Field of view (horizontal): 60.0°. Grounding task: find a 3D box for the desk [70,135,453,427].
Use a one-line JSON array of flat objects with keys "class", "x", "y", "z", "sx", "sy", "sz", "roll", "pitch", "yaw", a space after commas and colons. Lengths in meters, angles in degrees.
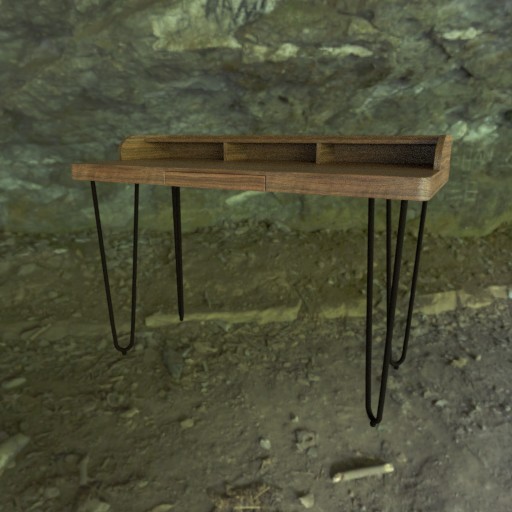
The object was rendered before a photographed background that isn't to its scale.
[{"class": "desk", "x": 0.000, "y": 0.000, "z": 1.622, "sx": 1.200, "sy": 0.854, "sz": 0.565, "roll": 8, "pitch": 17, "yaw": 26}]
